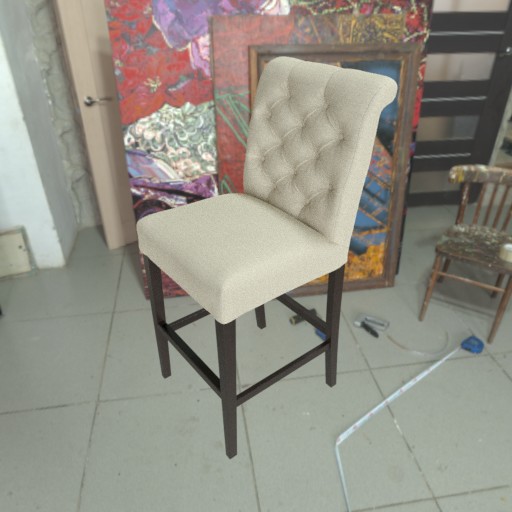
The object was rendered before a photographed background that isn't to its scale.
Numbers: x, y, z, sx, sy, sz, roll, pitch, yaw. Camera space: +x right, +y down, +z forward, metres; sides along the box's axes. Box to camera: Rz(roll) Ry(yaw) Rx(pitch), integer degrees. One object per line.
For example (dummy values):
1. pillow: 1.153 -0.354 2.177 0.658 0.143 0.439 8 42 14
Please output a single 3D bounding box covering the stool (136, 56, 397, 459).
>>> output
1. stool: 0.000 0.000 1.451 0.610 1.118 0.482 -23 38 -32
